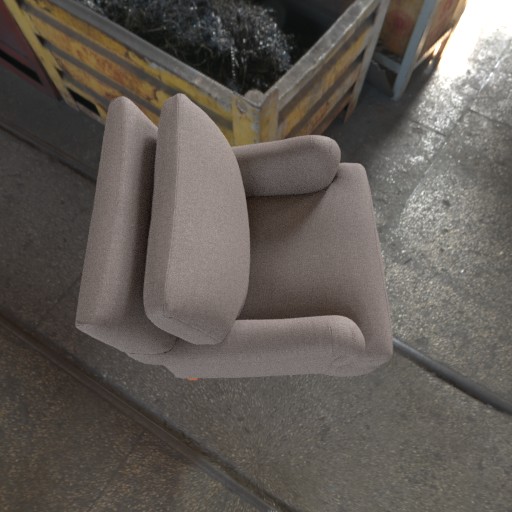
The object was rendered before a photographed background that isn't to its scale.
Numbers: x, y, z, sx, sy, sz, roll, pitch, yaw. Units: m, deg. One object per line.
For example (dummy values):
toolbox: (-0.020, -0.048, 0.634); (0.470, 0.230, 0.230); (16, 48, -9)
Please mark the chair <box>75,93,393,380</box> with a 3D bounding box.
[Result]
chair: (0.000, 0.000, 1.864); (1.070, 1.038, 0.955); (-1, 65, -1)
